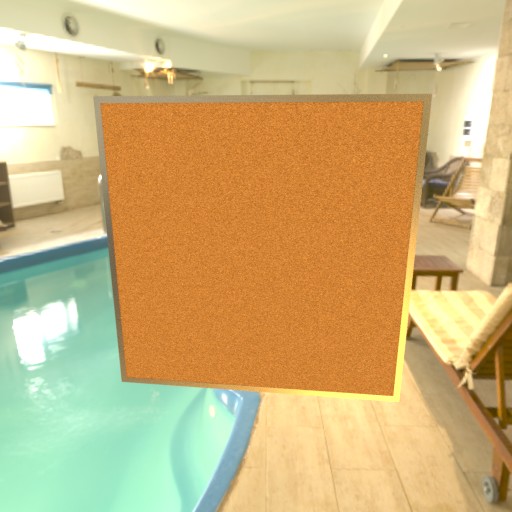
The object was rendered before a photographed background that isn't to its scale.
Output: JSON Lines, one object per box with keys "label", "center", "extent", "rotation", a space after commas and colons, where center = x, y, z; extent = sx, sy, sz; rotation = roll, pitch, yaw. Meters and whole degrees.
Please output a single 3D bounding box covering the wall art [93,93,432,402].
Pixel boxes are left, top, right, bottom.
{"label": "wall art", "center": [0.000, 0.000, 1.183], "extent": [0.806, 0.806, 0.038], "rotation": [2, 17, 7]}
